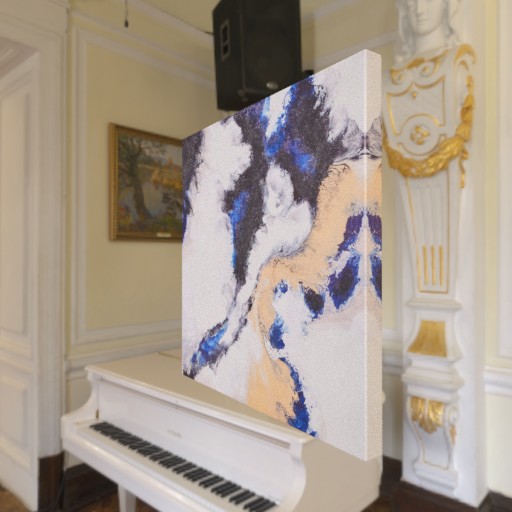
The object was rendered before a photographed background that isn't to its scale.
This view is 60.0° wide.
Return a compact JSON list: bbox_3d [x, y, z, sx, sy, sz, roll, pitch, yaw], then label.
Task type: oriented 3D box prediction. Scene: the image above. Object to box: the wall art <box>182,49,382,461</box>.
[{"bbox_3d":[0.000,0.000,0.909,0.039,0.609,0.609,0,0,-35],"label":"wall art"}]
